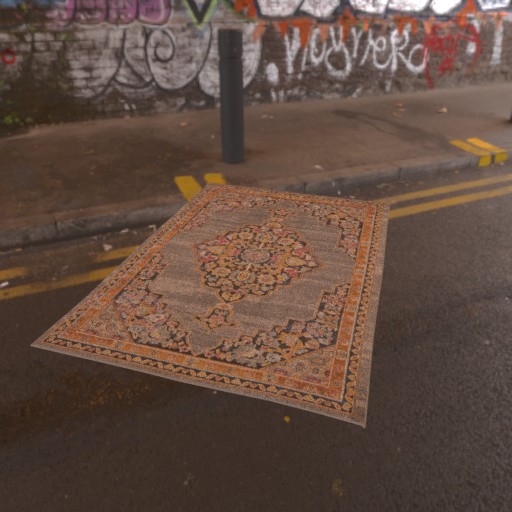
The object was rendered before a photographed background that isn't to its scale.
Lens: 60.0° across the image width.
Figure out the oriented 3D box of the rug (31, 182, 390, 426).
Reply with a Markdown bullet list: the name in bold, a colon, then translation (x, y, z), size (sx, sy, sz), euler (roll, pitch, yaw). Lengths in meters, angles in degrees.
- **rug**: translation (0.000, 0.000, 3.682), size (2.043, 0.026, 2.901), euler (9, 31, 15)
